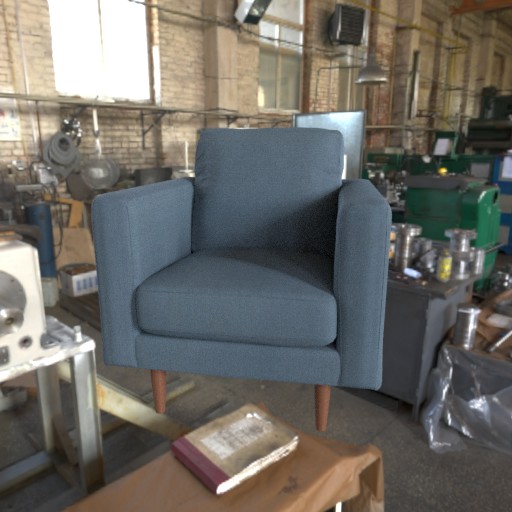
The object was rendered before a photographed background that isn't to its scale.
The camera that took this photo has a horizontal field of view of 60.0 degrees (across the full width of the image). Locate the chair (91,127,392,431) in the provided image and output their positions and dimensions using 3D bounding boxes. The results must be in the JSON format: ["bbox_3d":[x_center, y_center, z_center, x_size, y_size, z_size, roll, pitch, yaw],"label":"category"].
[{"bbox_3d":[0.000,0.000,1.609,0.855,0.922,0.820,2,14,10],"label":"chair"}]
